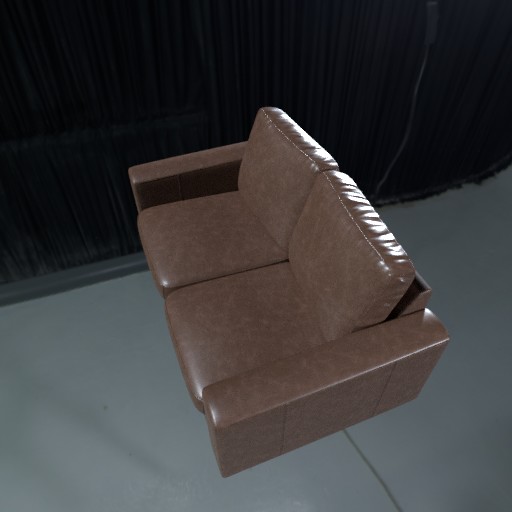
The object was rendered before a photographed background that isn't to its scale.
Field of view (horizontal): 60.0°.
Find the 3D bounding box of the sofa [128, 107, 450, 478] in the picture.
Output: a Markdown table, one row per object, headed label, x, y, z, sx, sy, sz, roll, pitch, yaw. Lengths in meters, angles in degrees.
| label | x | y | z | sx | sy | sz | roll | pitch | yaw |
| --- | --- | --- | --- | --- | --- | --- | --- | --- | --- |
| sofa | 0.000 | 0.000 | 2.205 | 1.016 | 0.873 | 1.616 | -16 | 49 | -15 |
